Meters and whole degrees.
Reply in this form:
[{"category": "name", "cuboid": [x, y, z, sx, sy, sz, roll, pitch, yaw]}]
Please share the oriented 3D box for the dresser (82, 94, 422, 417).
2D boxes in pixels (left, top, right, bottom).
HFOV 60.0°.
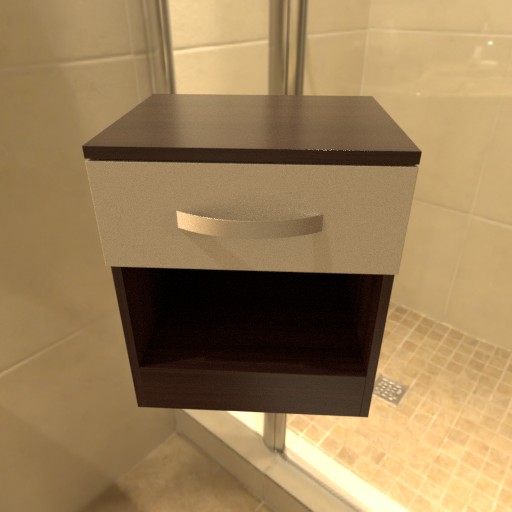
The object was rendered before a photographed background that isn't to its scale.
[{"category": "dresser", "cuboid": [0.000, 0.000, 0.771, 0.400, 0.470, 0.360, 2, 30, 3]}]
